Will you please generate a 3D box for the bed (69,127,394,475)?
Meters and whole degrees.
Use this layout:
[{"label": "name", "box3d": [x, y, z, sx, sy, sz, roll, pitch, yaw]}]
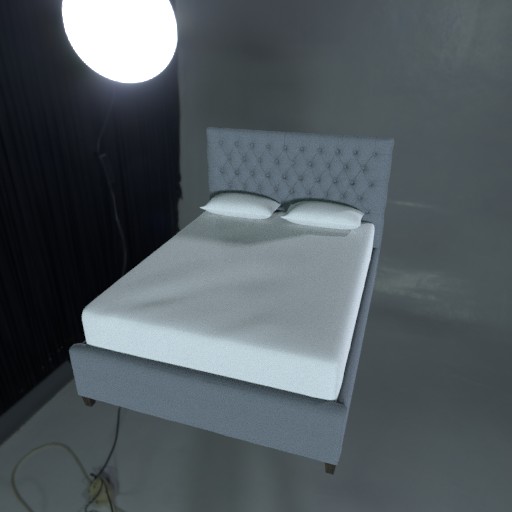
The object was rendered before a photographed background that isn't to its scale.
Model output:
[{"label": "bed", "box3d": [0.000, 0.000, 3.279, 1.698, 1.427, 2.231, 8, 27, 17]}]
